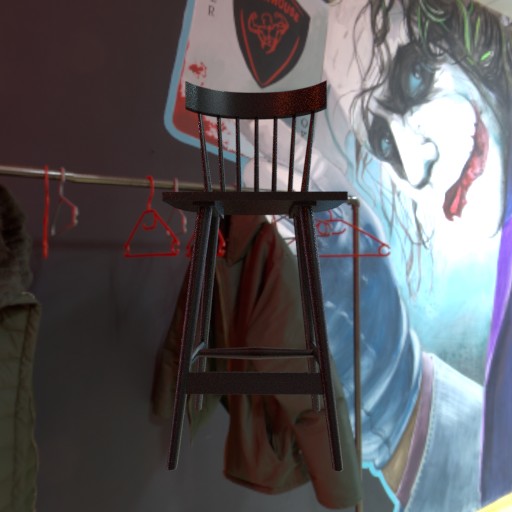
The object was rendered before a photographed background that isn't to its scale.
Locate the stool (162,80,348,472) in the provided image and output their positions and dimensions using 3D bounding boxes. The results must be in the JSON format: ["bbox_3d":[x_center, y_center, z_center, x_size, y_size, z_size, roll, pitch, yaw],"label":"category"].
[{"bbox_3d":[0.000,0.000,1.366,0.482,1.092,0.483,0,-1,1],"label":"stool"}]
